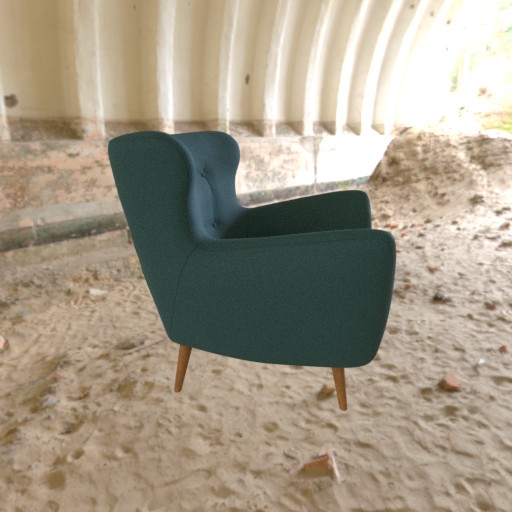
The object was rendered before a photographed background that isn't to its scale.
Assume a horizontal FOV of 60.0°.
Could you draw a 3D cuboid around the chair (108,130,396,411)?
[{"bbox_3d":[0.000,0.000,1.636,0.889,0.889,0.890,2,16,9],"label":"chair"}]
